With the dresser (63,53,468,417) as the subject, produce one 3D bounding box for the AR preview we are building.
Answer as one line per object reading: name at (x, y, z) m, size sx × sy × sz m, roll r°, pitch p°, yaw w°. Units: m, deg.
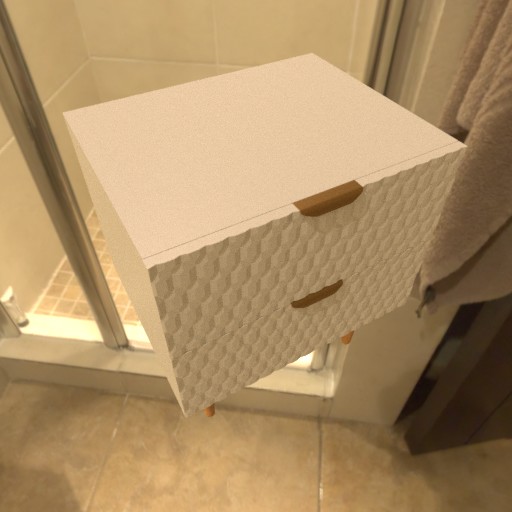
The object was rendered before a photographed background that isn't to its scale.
dresser at (0.000, 0.000, 0.899) m, size 0.503 × 0.568 × 0.414 m, roll -22°, pitch 50°, yaw -20°
